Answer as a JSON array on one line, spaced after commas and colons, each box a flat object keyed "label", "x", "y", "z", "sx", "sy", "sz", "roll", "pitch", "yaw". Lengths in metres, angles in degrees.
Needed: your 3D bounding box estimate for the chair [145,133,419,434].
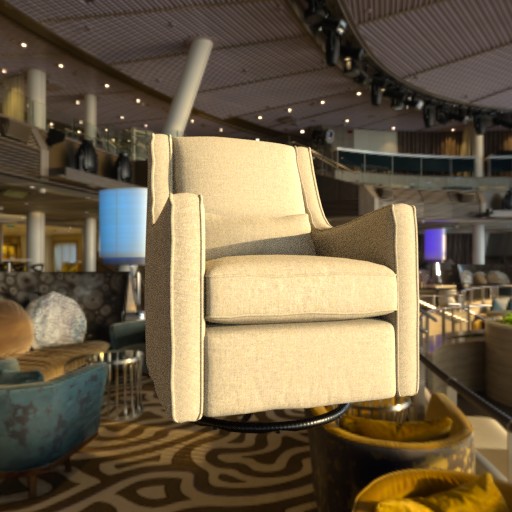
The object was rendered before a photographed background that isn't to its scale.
[{"label": "chair", "x": 0.000, "y": 0.000, "z": 1.565, "sx": 0.732, "sy": 0.993, "sz": 0.879, "roll": 0, "pitch": -1, "yaw": -19}]
